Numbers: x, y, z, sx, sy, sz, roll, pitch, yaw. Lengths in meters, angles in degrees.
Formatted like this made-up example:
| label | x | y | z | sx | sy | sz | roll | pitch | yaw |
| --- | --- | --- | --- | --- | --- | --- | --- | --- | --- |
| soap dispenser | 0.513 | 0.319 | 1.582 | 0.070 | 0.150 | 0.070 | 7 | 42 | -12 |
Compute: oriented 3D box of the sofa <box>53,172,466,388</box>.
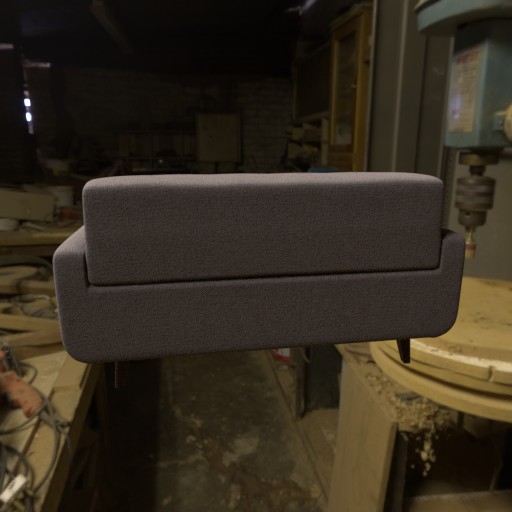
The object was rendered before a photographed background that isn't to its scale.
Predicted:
| label | x | y | z | sx | sy | sz | roll | pitch | yaw |
| --- | --- | --- | --- | --- | --- | --- | --- | --- | --- |
| sofa | 0.000 | 0.000 | 2.167 | 1.631 | 0.841 | 0.909 | -2 | 15 | -9 |
